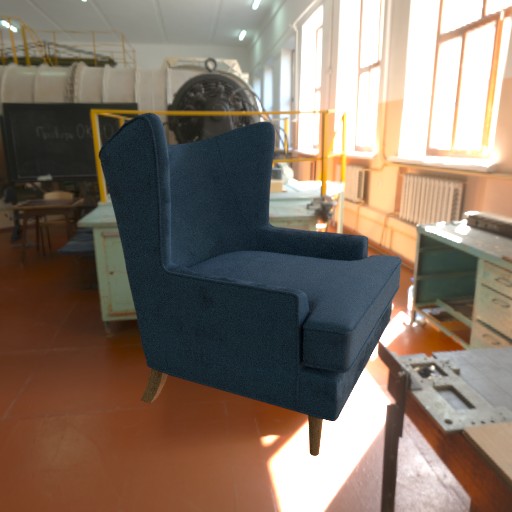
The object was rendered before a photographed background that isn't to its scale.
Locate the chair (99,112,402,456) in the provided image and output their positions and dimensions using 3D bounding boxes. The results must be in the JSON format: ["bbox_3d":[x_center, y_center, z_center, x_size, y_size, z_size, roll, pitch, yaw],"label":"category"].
[{"bbox_3d":[0.000,0.000,1.590,0.910,0.952,0.793,7,17,26],"label":"chair"}]
